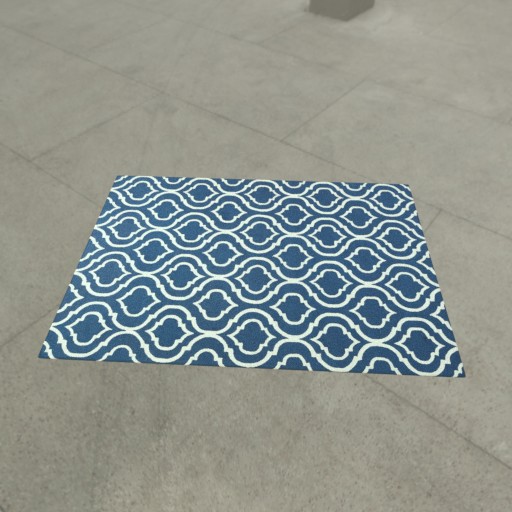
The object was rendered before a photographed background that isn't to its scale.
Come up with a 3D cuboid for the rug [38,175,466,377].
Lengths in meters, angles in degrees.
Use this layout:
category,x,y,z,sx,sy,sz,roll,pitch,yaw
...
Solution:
category,x,y,z,sx,sy,sz,roll,pitch,yaw
rug,0.000,0.000,2.722,2.134,0.010,1.524,2,47,2
